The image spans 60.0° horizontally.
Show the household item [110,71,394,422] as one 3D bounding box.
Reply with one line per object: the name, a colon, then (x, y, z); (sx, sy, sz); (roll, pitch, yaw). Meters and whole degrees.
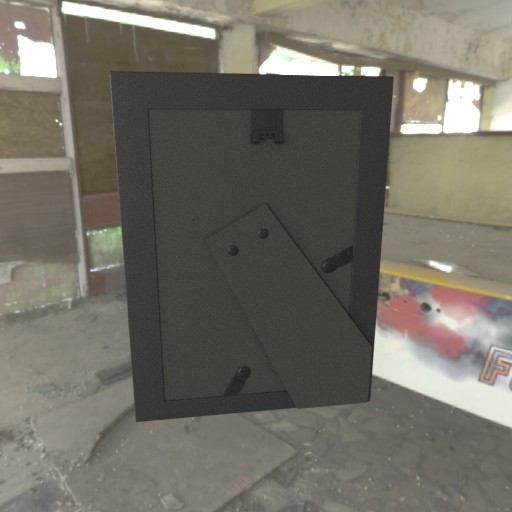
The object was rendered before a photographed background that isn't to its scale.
household item: (0.000, 0.000, 0.233); (0.133, 0.178, 0.022); (-2, 15, -8)
